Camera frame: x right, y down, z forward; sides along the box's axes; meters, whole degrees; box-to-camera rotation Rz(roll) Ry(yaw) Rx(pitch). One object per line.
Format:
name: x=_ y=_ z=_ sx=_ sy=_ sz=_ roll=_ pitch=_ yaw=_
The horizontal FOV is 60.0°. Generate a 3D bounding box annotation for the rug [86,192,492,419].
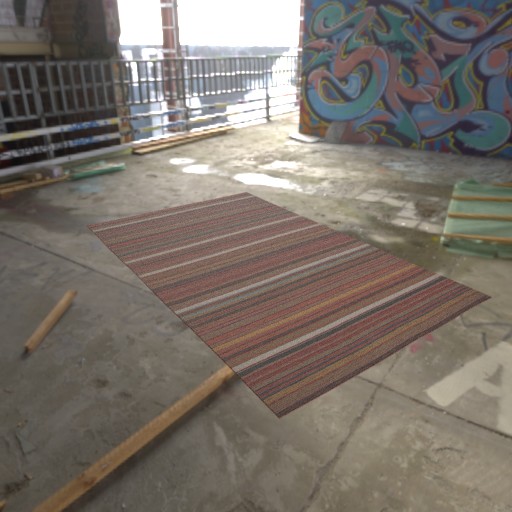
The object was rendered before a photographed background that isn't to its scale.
rug: x=0.000 y=0.000 z=2.972 sx=1.523 sy=0.008 sz=2.438 roll=-17 pitch=30 yaw=-32
